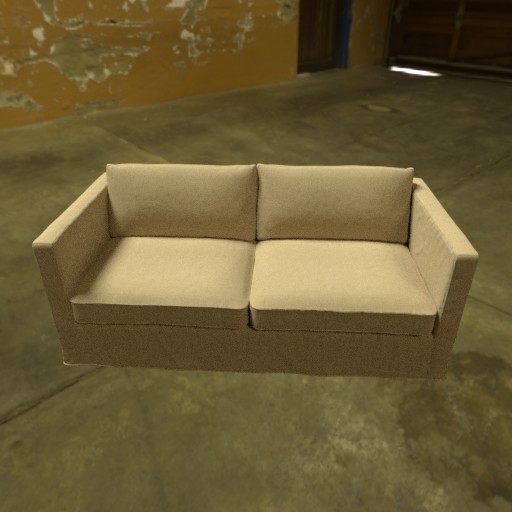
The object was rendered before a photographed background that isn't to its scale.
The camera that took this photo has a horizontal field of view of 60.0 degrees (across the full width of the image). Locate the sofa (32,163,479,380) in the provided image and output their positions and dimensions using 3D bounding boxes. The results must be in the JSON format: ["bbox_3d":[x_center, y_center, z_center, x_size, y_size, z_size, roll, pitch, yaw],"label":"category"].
[{"bbox_3d":[0.000,0.000,2.414,1.959,0.835,0.962,2,30,3],"label":"sofa"}]
